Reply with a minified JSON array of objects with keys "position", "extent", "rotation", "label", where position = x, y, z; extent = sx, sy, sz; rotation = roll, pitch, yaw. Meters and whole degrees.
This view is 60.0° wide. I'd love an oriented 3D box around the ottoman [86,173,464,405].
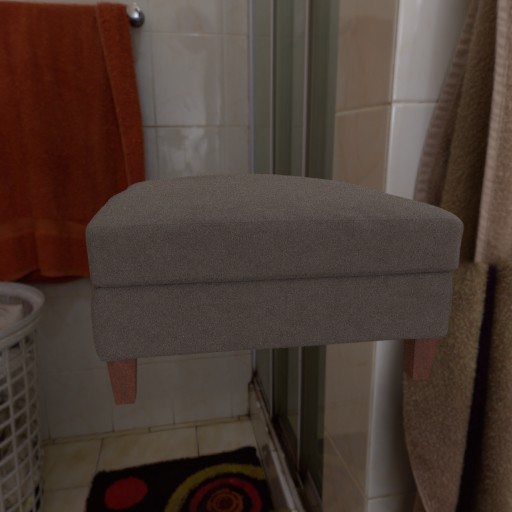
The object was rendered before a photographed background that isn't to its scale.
[{"position":[0.000,0.000,1.410],"extent":[0.861,0.482,0.881],"rotation":[-2,15,-8],"label":"ottoman"}]
